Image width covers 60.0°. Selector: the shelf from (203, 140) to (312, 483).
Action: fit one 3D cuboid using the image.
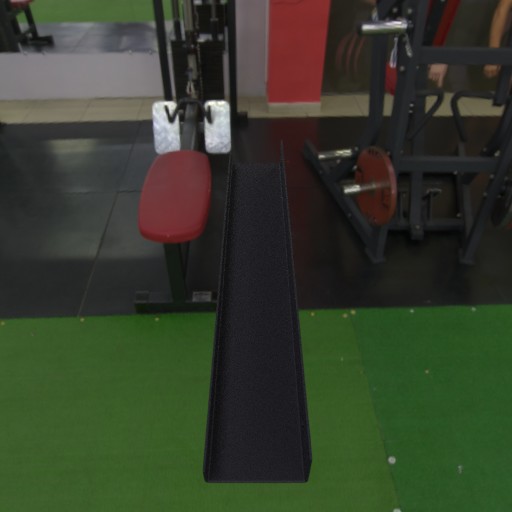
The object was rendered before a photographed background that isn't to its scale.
[{"bbox_3d":[0.000,0.000,0.640,0.102,0.053,0.605,0,42,0],"label":"shelf"}]
